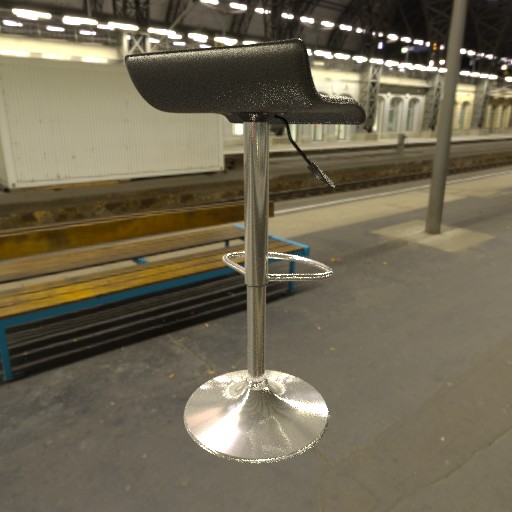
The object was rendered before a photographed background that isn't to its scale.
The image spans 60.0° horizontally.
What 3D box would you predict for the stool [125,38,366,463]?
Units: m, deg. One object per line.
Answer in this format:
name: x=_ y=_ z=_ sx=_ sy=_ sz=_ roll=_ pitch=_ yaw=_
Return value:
stool: x=0.000 y=0.000 z=1.042 sx=0.381 sy=0.851 sz=0.381 roll=9 pitch=19 yaw=27
